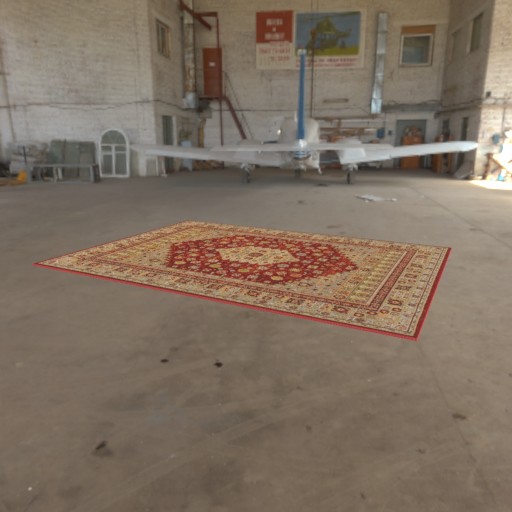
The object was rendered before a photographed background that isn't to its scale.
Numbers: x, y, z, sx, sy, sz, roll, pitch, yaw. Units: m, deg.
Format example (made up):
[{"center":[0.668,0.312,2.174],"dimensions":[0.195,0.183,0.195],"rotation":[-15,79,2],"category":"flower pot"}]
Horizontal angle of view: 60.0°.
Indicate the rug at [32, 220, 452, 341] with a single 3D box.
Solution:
[{"center":[0.000,0.000,2.861],"dimensions":[2.211,0.013,1.593],"rotation":[8,17,26],"category":"rug"}]
